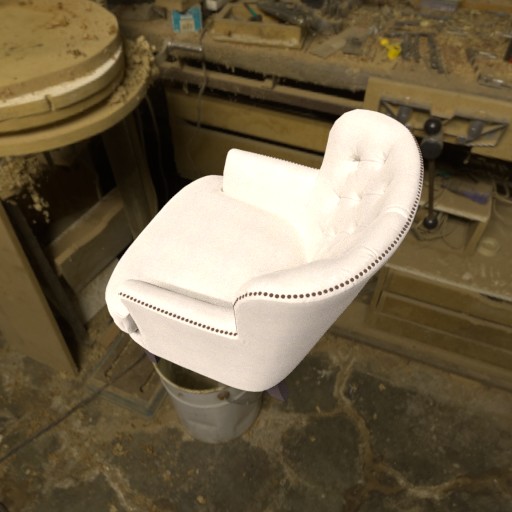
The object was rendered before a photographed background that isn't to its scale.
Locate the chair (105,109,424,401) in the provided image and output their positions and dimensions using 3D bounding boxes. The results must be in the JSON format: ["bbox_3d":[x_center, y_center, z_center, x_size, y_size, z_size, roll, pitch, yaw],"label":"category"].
[{"bbox_3d":[0.000,0.000,1.548,0.906,0.868,0.848,18,50,15],"label":"chair"}]
